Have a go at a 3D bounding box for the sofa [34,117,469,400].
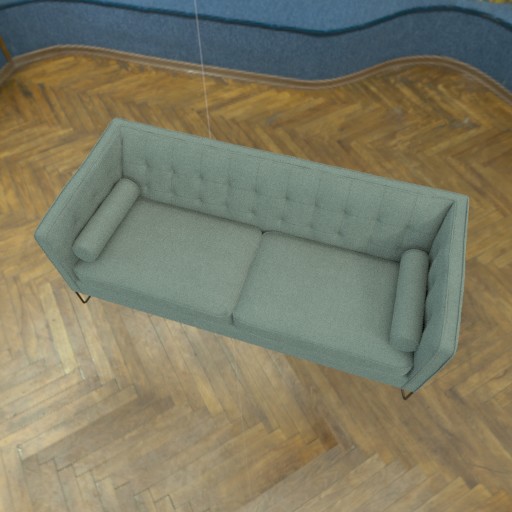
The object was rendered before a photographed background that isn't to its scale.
[{"bbox_3d":[0.000,0.000,2.566,2.079,0.798,0.912,15,58,9],"label":"sofa"}]
